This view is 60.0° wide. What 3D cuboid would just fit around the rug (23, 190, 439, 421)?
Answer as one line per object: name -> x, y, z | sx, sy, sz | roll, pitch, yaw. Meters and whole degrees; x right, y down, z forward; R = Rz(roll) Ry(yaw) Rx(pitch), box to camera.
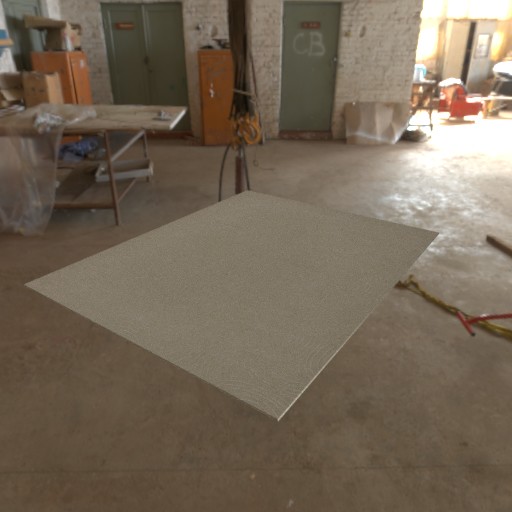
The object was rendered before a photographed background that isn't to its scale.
rug -> 0.000, 0.000, 3.437 | 2.073, 0.011, 2.584 | 17, 31, 31
